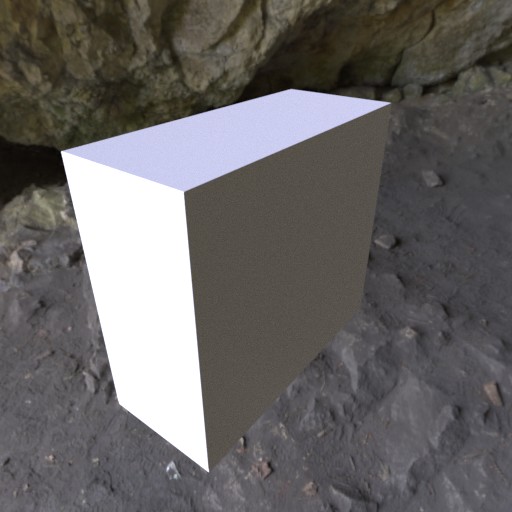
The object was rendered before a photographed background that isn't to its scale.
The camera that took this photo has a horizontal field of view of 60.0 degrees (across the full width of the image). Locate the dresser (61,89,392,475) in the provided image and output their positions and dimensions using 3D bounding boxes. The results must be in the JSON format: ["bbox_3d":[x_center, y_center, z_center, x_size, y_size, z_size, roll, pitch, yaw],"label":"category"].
[{"bbox_3d":[0.000,0.000,1.684,0.460,1.000,1.100,21,37,31],"label":"dresser"}]
